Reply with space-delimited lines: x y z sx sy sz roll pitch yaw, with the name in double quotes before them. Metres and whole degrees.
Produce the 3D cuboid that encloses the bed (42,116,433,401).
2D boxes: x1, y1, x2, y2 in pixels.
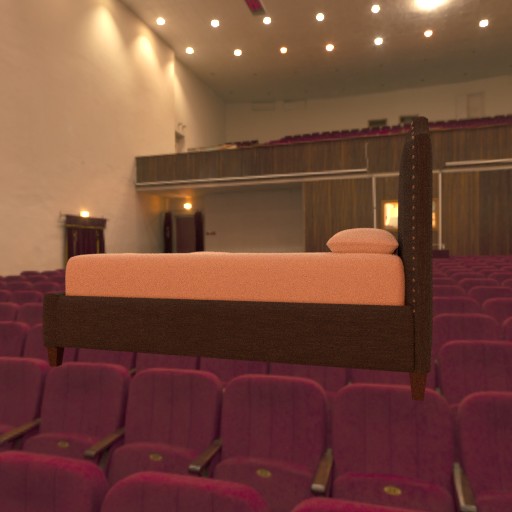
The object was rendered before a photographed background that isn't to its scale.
"bed" 0.000 0.000 3.309 2.372 1.443 1.713 0 0 18
